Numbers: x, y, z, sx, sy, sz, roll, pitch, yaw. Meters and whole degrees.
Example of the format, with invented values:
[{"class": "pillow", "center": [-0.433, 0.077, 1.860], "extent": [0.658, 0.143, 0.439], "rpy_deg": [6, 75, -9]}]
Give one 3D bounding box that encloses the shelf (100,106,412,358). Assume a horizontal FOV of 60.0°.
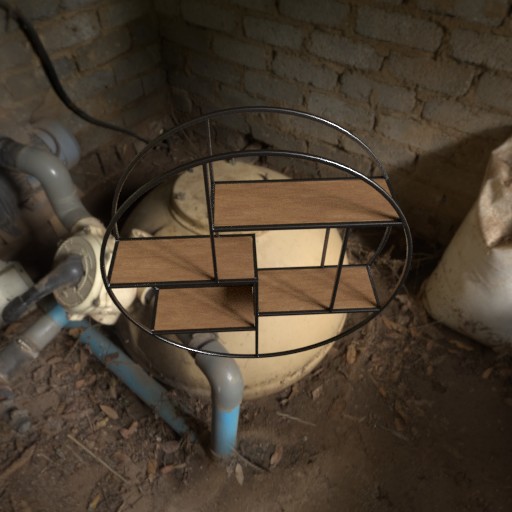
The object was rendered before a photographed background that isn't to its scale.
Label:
[{"class": "shelf", "center": [0.000, 0.000, 1.365], "extent": [0.888, 0.888, 0.202], "rpy_deg": [-2, 47, -2]}]
